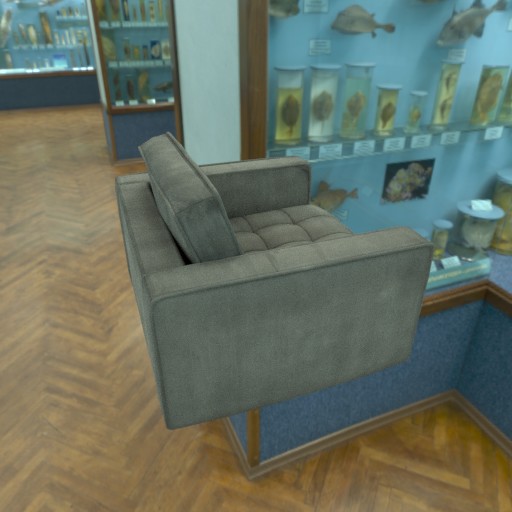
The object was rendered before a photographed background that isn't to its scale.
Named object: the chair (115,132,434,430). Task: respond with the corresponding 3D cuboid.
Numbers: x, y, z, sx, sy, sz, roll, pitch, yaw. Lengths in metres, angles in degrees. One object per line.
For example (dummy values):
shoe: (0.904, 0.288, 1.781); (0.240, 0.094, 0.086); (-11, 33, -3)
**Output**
chair: (0.000, 0.000, 1.555); (0.843, 0.773, 0.928); (-10, 31, -18)
